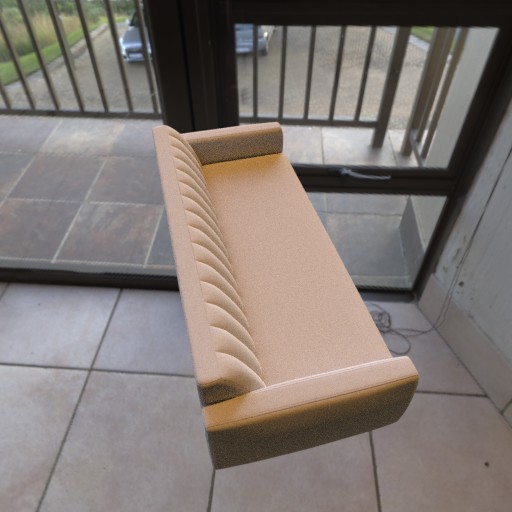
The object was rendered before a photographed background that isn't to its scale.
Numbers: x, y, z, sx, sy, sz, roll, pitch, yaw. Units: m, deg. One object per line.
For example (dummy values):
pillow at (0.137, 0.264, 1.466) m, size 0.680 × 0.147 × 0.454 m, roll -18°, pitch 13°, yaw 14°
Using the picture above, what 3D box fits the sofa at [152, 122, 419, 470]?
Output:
sofa at (0.000, 0.000, 2.761) m, size 0.990 × 0.821 × 2.291 m, roll -10°, pitch 47°, yaw -10°
